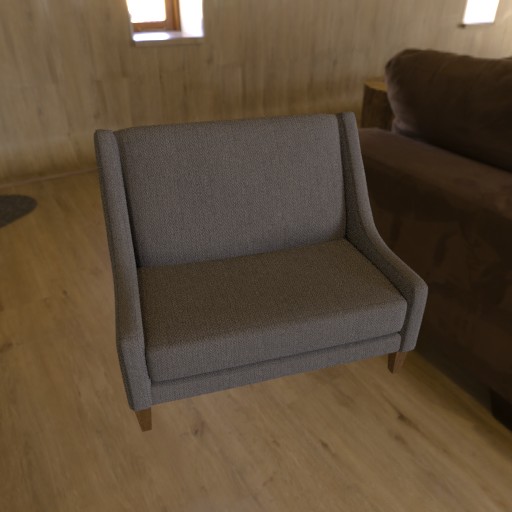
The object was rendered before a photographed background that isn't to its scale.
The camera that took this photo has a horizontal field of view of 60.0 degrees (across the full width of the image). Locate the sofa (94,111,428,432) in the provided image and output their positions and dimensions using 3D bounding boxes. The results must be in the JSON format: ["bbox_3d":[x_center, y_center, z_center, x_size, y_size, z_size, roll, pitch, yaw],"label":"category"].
[{"bbox_3d":[0.000,0.000,1.968,1.242,1.022,0.873,-8,32,-14],"label":"sofa"}]
